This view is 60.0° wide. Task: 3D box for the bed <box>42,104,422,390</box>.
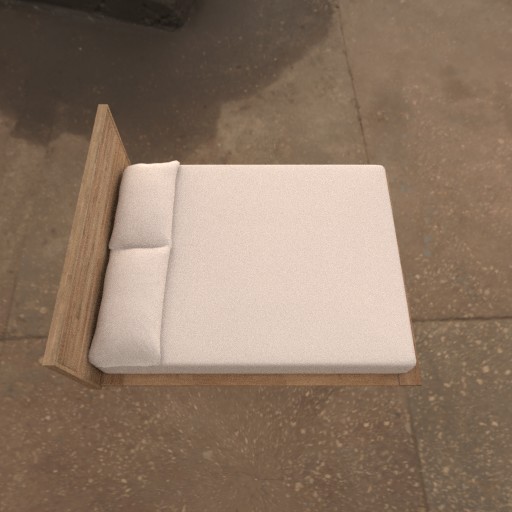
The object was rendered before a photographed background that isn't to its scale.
[{"bbox_3d":[0.000,0.000,3.079,2.145,1.071,1.759,0,63,0],"label":"bed"}]
